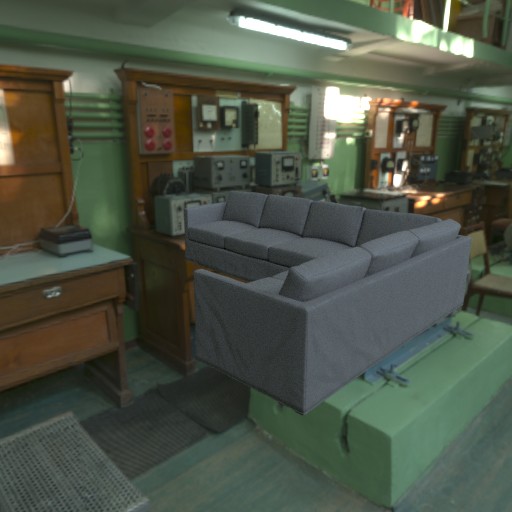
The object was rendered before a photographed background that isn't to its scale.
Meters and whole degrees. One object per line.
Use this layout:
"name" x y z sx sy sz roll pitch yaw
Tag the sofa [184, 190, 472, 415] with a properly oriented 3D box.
"sofa" 0.000 0.000 4.347 3.182 0.871 2.432 15 22 43
